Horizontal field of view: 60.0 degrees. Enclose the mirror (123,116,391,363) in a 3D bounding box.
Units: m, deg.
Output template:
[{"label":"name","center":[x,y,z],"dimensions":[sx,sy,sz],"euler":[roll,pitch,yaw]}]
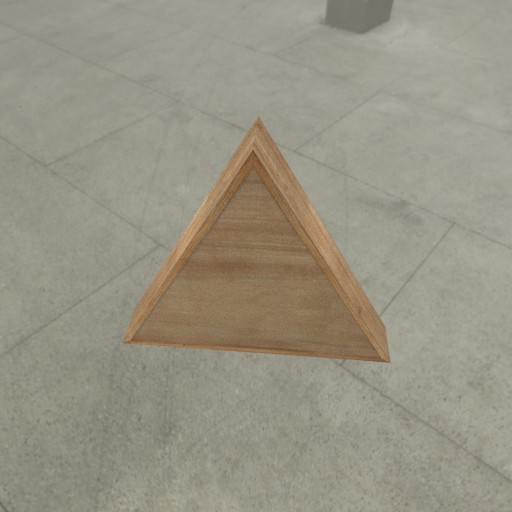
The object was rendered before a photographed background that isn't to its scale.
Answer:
[{"label":"mirror","center":[0.000,0.000,0.879],"dimensions":[0.631,0.548,0.100],"euler":[3,46,3]}]
